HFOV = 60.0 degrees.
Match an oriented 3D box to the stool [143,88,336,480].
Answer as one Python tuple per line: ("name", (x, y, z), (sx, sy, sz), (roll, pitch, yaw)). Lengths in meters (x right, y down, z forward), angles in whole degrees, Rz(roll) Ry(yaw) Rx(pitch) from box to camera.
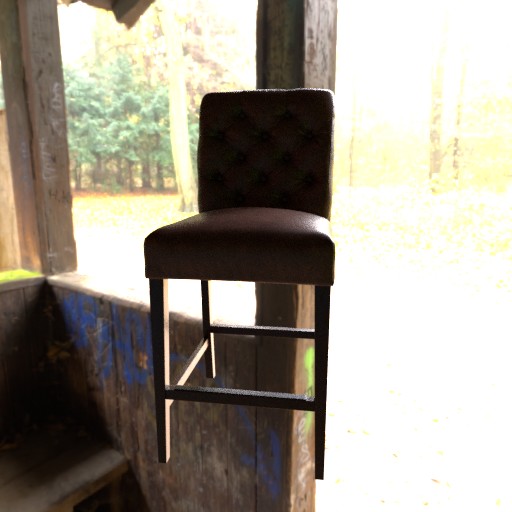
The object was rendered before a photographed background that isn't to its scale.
("stool", (0.000, 0.000, 1.411), (0.486, 1.084, 0.660), (2, 12, 9))
